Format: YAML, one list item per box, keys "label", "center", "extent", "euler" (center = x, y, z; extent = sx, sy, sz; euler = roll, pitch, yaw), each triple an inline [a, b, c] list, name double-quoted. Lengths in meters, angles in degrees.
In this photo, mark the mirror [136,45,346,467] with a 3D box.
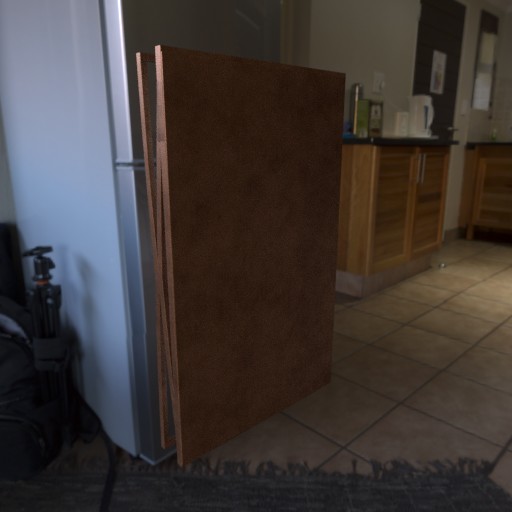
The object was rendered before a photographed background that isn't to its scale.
- label: "mirror"
  center: [0.000, 0.000, 0.957]
  extent: [0.468, 0.768, 0.082]
  euler: [-13, 20, -40]
